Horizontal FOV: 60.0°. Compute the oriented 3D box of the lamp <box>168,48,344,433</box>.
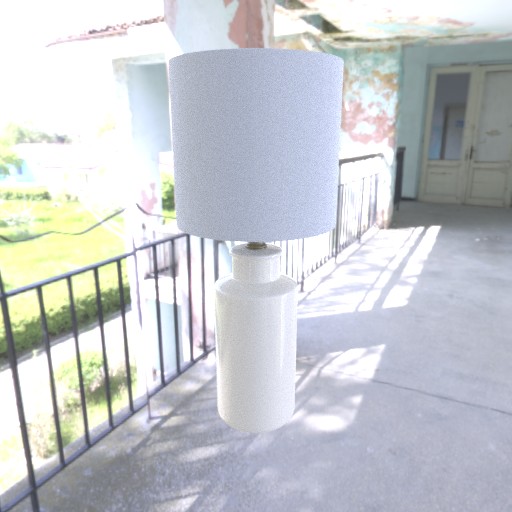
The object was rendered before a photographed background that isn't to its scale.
[{"bbox_3d":[0.000,0.000,0.612,0.212,0.493,0.212,9,18,28],"label":"lamp"}]
